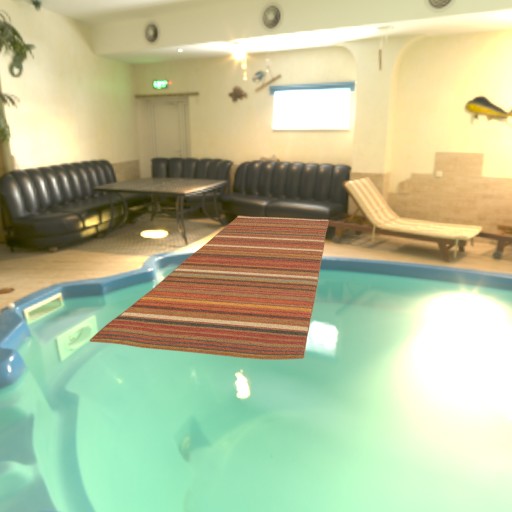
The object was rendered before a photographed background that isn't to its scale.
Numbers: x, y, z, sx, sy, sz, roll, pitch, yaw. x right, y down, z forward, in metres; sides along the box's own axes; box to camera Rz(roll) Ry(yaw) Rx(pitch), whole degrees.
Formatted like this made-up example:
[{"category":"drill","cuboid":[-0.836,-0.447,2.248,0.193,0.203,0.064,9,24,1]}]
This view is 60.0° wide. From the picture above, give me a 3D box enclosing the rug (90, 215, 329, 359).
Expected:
[{"category":"rug","cuboid":[0.000,0.000,2.711,0.799,0.030,2.444,3,17,10]}]
